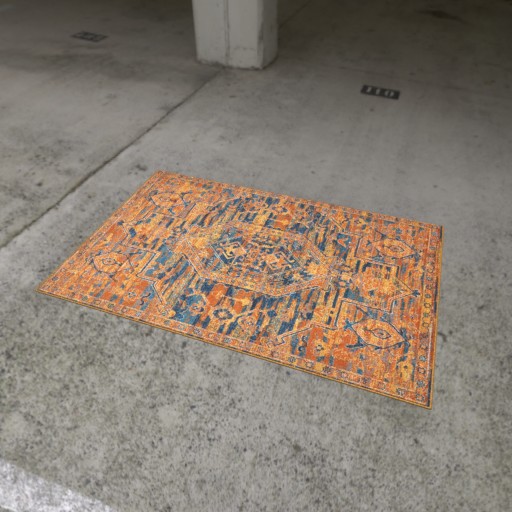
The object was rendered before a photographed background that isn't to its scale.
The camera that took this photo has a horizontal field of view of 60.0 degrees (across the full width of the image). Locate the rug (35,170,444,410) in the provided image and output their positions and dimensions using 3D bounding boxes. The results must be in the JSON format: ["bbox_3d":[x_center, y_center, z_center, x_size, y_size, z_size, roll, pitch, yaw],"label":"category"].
[{"bbox_3d":[0.000,0.000,2.222,1.758,0.013,1.148,13,43,15],"label":"rug"}]
